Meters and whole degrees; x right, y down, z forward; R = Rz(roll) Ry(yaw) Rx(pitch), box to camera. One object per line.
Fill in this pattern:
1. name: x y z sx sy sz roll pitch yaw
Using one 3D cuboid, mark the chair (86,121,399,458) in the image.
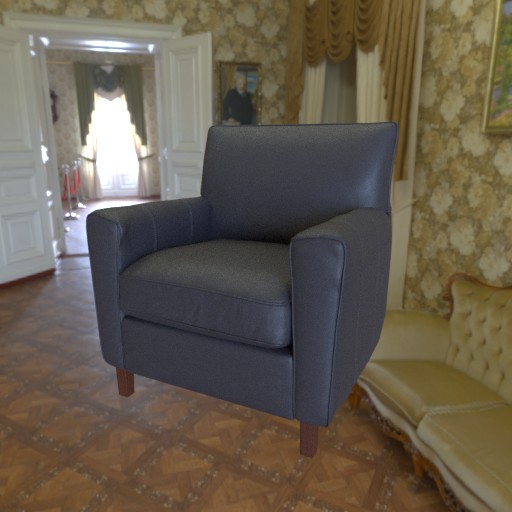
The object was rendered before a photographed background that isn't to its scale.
1. chair: 0.000 0.000 1.602 0.870 0.943 0.825 7 16 26
